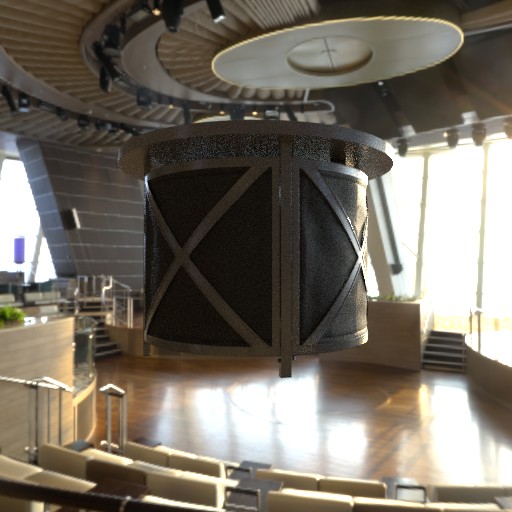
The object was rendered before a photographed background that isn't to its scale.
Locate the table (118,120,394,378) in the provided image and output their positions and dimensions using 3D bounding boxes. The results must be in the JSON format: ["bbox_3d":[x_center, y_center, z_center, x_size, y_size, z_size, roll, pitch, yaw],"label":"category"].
[{"bbox_3d":[0.000,0.000,1.532,0.914,0.650,0.914,0,-1,0],"label":"table"}]
